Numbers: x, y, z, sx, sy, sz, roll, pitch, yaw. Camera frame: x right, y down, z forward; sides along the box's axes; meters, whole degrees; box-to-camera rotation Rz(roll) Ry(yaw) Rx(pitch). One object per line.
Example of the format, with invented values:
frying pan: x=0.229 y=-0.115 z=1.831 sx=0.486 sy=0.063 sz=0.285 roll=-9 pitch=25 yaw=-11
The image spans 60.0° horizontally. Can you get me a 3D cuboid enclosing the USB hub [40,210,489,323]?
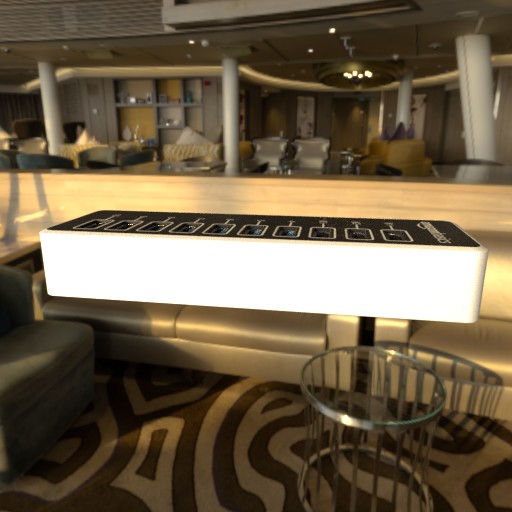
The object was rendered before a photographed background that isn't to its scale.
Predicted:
USB hub: x=0.000 y=0.000 z=0.162 sx=0.145 sy=0.023 sz=0.044 roll=3 pitch=16 yaw=9
